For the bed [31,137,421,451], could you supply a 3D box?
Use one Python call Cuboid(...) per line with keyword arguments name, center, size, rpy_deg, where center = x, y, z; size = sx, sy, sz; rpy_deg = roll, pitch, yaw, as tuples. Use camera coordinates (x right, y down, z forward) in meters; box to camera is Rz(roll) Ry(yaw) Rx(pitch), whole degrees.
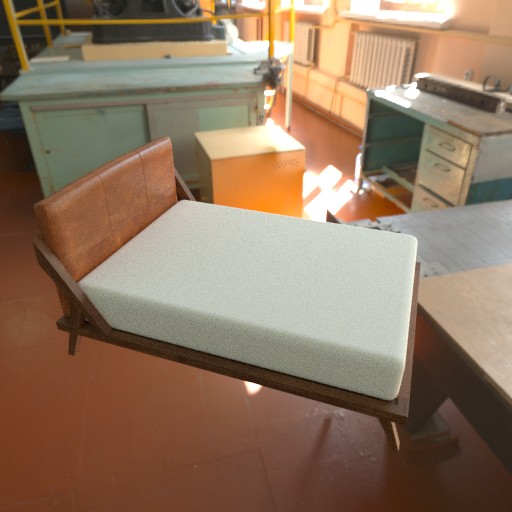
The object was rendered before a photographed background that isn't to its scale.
Cuboid(name="bed", center=(0.000, 0.000, 3.201), size=(2.311, 1.168, 1.651), rpy_deg=(11, 33, 17))
